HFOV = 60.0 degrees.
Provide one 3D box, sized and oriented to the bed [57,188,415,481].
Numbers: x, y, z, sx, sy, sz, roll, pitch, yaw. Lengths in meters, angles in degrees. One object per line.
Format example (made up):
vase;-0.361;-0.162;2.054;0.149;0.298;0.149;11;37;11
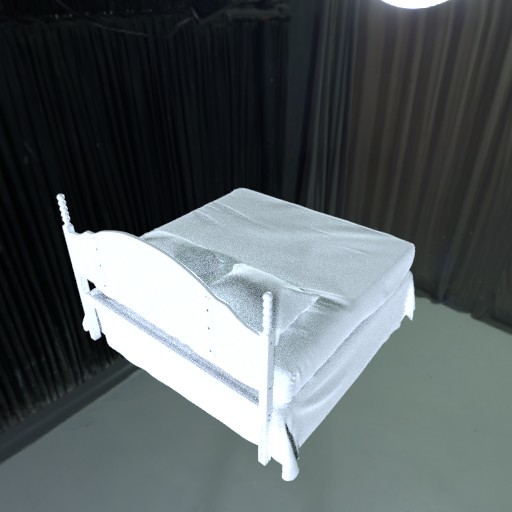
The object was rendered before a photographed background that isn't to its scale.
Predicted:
bed;0.000;0.000;3.719;2.322;1.355;2.219;23;39;32
